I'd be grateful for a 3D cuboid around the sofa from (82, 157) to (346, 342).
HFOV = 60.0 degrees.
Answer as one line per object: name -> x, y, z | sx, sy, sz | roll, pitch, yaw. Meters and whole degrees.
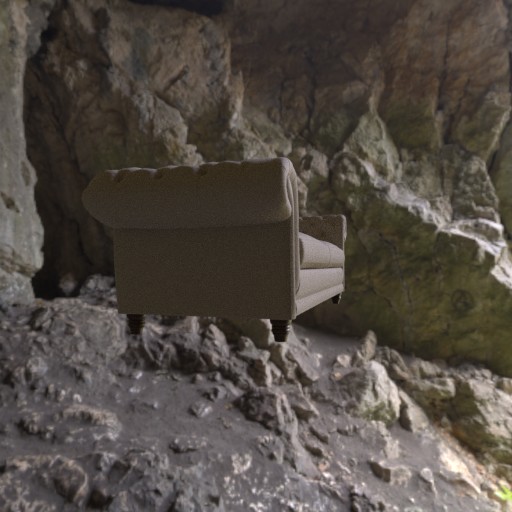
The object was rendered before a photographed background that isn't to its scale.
sofa -> 0.000, 0.000, 3.204 | 1.076, 0.847, 2.694 | 0, -1, 17
